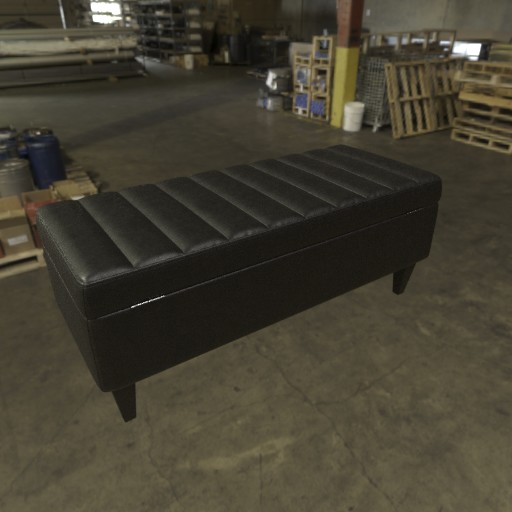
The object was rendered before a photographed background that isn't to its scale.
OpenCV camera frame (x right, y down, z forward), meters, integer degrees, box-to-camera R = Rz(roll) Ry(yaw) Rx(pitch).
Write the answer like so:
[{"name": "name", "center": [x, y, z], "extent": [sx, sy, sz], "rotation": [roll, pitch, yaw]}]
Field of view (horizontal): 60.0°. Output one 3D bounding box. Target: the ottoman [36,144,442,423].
[{"name": "ottoman", "center": [0.000, 0.000, 1.406], "extent": [1.151, 0.469, 0.482], "rotation": [-18, 34, -29]}]
